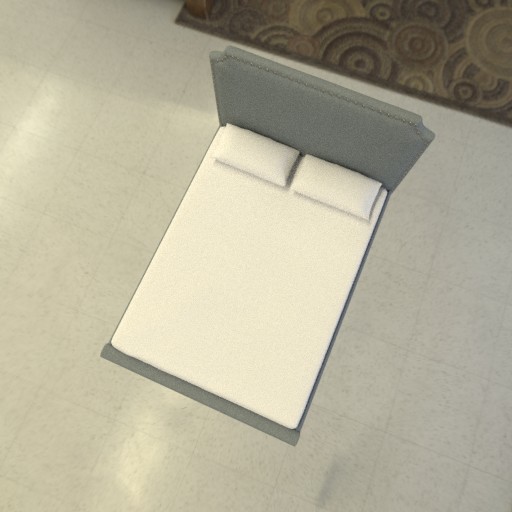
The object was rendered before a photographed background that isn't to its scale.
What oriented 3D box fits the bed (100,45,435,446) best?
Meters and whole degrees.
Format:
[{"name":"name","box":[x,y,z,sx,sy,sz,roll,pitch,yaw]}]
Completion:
[{"name":"bed","box":[0.000,0.000,3.441,1.712,1.443,2.372,23,76,6]}]
